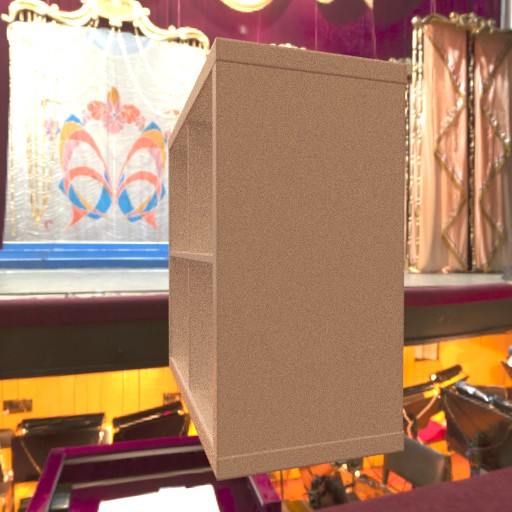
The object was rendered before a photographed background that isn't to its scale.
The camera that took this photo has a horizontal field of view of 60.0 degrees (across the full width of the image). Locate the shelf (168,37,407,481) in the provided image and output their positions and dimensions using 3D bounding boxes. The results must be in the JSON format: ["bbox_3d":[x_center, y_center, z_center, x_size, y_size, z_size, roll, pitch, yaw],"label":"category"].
[{"bbox_3d":[0.000,0.000,1.219,0.390,0.786,0.790,0,1,-17],"label":"shelf"}]
